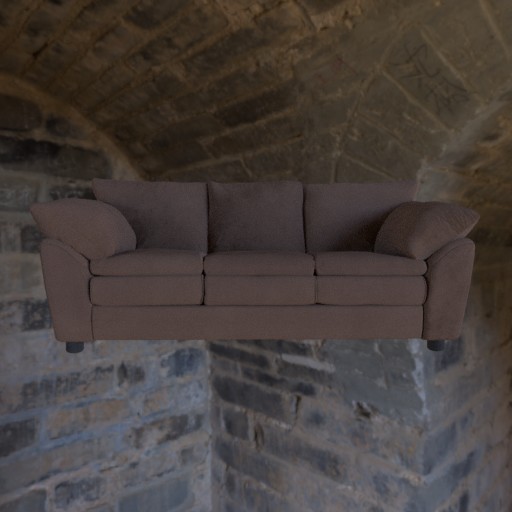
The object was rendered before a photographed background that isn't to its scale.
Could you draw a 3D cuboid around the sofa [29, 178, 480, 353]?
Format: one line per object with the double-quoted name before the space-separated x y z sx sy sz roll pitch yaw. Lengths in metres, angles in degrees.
"sofa" 0.000 0.000 2.683 2.336 1.015 0.878 0 0 -1
